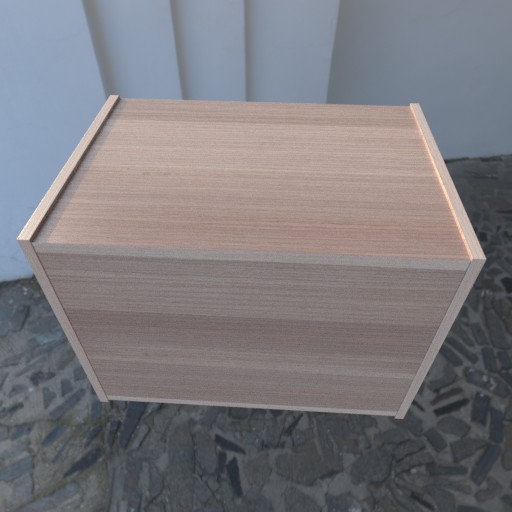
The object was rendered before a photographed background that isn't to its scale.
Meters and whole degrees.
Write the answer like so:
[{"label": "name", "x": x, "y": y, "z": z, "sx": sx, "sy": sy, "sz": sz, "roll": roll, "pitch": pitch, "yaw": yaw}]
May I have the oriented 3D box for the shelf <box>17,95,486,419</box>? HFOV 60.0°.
[{"label": "shelf", "x": 0.000, "y": 0.000, "z": 0.599, "sx": 0.415, "sy": 0.305, "sz": 0.290, "roll": 2, "pitch": 45, "yaw": 2}]
